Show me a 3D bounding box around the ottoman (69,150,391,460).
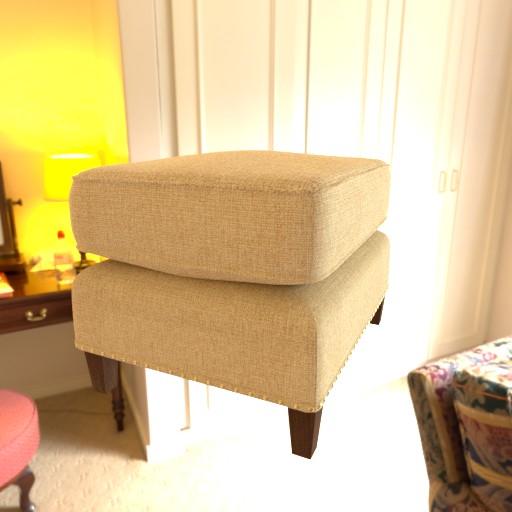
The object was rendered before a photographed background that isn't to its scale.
[{"bbox_3d":[0.000,0.000,1.154,0.589,0.537,0.738,7,17,25],"label":"ottoman"}]
